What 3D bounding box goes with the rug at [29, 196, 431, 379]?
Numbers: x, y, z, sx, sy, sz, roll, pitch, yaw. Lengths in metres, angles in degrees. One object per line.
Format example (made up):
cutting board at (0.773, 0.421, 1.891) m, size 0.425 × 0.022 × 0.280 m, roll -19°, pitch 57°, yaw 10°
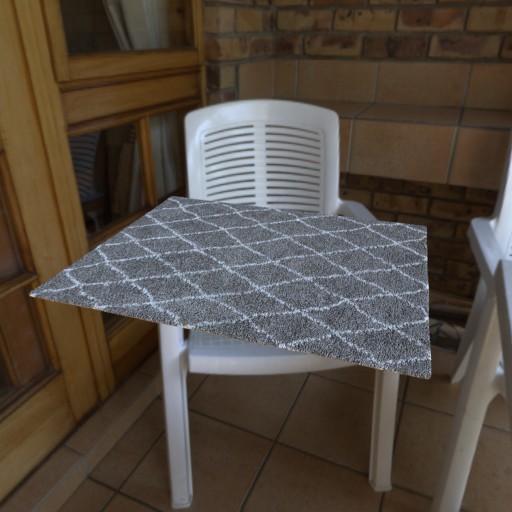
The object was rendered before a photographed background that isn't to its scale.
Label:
rug at (0.000, 0.000, 4.146) m, size 3.047 × 0.029 × 2.438 m, roll 9°, pitch 28°, yaw 16°
